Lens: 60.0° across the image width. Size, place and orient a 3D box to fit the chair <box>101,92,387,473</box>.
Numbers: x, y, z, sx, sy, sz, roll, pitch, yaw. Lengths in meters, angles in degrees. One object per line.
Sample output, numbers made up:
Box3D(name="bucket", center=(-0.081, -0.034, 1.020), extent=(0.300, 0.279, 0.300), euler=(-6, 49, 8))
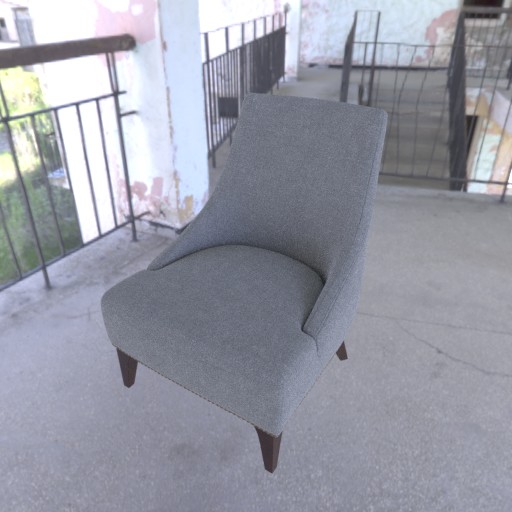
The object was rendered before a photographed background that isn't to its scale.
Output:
Box3D(name="chair", center=(0.000, 0.000, 1.515), extent=(0.701, 0.909, 0.861), euler=(18, 35, 28))
